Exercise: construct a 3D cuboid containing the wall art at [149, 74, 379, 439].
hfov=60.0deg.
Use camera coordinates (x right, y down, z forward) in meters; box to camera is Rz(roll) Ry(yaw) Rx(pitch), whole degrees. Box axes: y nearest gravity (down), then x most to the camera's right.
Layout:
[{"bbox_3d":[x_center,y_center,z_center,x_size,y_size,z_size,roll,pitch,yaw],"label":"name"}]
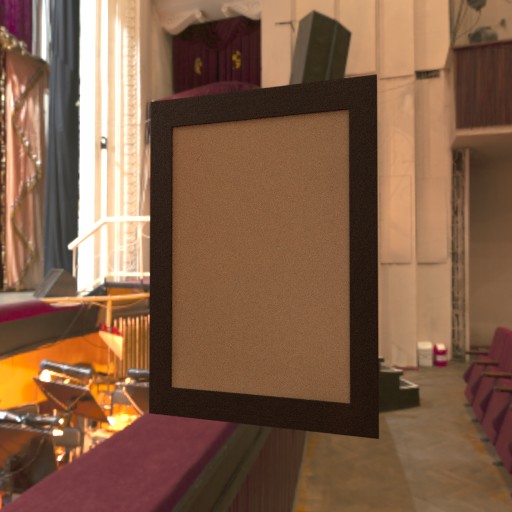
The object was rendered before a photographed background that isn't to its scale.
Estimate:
[{"bbox_3d":[0.000,0.000,0.675,0.359,0.508,0.013,0,-1,17],"label":"wall art"}]
